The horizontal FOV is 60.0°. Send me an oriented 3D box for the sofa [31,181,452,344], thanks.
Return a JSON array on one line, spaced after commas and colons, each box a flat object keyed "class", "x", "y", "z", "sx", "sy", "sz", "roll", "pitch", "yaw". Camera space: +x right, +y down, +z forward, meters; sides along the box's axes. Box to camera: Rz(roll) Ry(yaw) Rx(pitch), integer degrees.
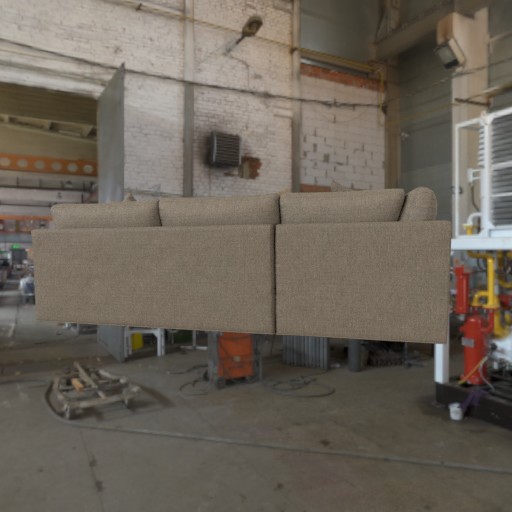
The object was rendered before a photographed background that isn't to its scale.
[{"class": "sofa", "x": 0.000, "y": 0.000, "z": 3.815, "sx": 2.896, "sy": 0.978, "sz": 1.994, "roll": 0, "pitch": 0, "yaw": 18}]
